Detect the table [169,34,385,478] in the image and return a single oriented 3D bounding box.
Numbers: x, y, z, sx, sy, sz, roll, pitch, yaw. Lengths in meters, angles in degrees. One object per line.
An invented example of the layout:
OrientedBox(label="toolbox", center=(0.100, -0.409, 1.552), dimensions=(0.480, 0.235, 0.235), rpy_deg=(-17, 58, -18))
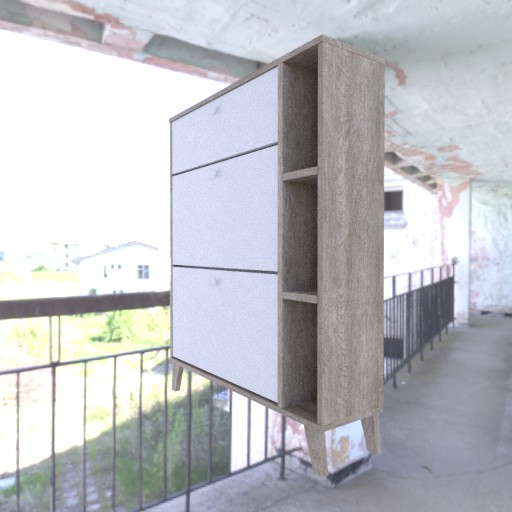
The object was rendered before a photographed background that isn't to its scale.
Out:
OrientedBox(label="table", center=(0.000, 0.000, 1.565), dimensions=(0.256, 1.135, 0.902), rpy_deg=(-1, 1, -36))
